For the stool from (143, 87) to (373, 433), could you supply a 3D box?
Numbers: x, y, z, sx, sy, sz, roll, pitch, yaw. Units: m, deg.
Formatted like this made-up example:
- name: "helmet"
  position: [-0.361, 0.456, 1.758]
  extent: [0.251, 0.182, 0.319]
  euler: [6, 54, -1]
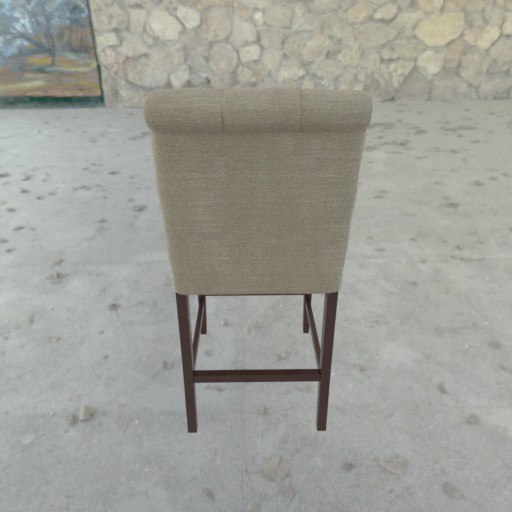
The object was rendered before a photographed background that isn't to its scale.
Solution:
- name: "stool"
  position: [0.000, 0.000, 1.398]
  extent: [0.486, 1.084, 0.660]
  euler: [0, 29, -1]
